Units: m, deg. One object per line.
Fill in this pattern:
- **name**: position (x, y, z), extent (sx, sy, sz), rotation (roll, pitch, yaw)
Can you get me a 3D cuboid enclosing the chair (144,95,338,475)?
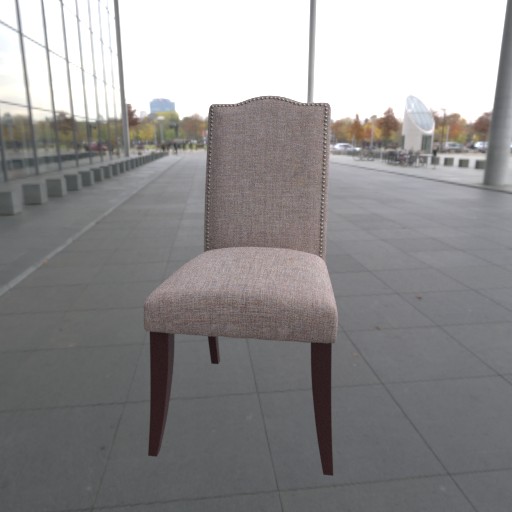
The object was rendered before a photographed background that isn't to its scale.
- **chair**: position (0.000, 0.000, 1.397), extent (0.513, 1.016, 0.660), rotation (2, 15, 8)
